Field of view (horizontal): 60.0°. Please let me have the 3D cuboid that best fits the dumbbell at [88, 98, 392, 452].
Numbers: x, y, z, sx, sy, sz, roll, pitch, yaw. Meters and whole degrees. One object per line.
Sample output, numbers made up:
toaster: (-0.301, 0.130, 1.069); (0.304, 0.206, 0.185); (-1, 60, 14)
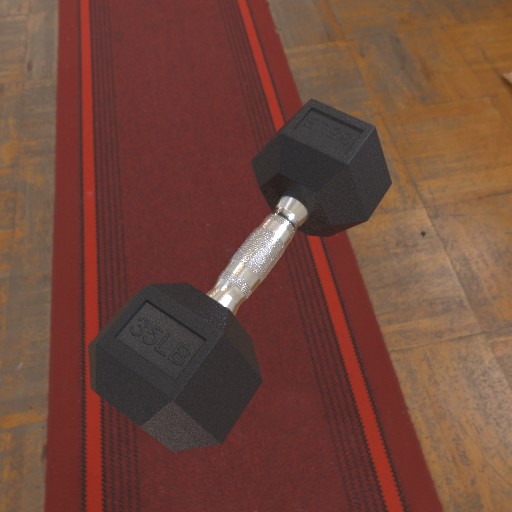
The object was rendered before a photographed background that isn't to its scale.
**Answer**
dumbbell: (0.000, 0.000, 0.423); (0.141, 0.123, 0.356); (30, 64, 16)
